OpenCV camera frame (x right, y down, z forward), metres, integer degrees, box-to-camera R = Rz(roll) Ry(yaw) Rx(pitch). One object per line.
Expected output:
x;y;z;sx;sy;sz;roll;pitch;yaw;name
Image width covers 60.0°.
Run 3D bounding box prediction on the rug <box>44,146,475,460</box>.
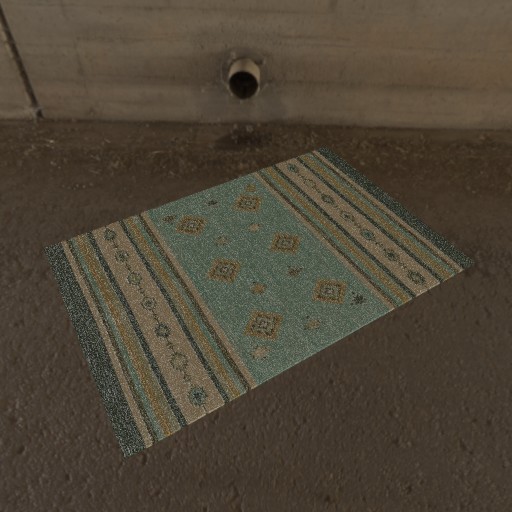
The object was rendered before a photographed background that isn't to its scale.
0.000;0.000;2.239;1.811;0.010;1.212;-24;51;-21;rug
